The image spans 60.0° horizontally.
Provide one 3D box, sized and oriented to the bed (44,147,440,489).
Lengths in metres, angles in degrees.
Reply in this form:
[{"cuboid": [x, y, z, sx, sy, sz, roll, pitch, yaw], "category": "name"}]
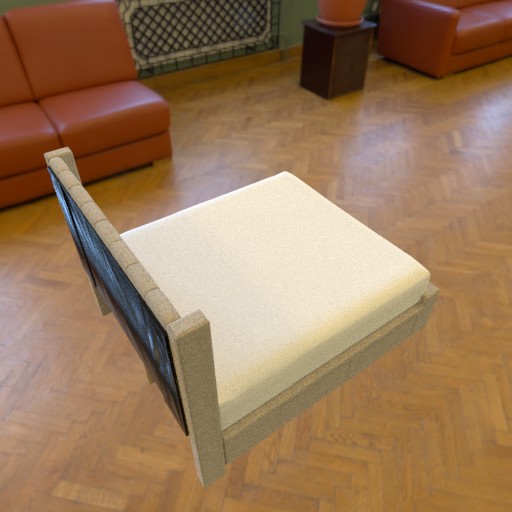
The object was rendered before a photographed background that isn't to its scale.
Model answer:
[{"cuboid": [0.000, 0.000, 3.673, 2.372, 1.748, 2.044, -25, 48, -25], "category": "bed"}]
